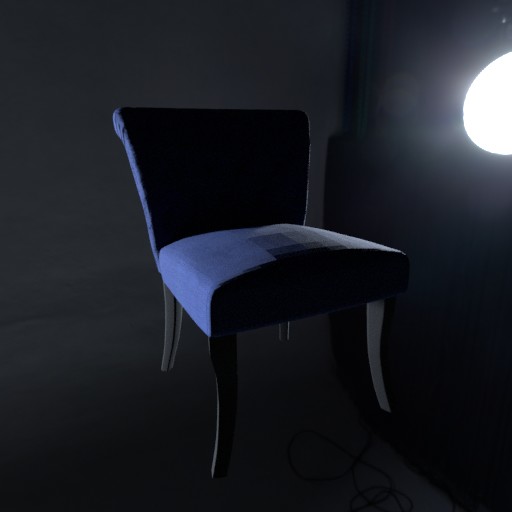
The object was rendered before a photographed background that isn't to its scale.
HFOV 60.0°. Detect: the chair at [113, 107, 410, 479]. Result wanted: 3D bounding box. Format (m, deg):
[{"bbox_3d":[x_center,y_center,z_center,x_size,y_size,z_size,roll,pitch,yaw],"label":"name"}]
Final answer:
[{"bbox_3d":[0.000,0.000,1.171,0.585,0.753,0.606,-9,19,-27],"label":"chair"}]
